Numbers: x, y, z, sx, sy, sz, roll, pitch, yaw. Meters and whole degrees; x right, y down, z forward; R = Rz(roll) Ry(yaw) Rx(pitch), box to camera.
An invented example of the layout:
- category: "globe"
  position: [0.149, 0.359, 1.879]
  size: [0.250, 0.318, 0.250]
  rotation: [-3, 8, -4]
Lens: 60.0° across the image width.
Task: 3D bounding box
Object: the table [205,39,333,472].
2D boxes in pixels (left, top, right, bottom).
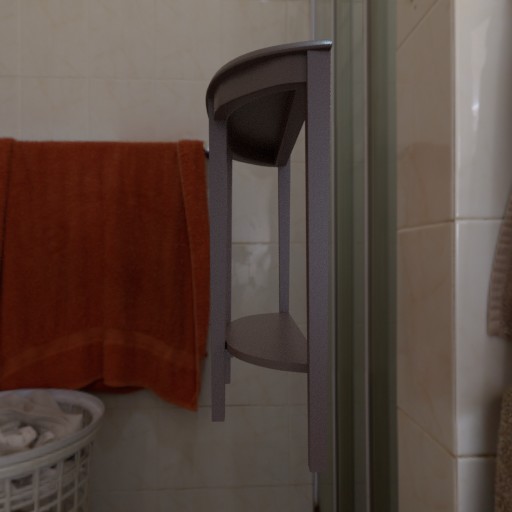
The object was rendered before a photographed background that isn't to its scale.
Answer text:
- category: "table"
  position: [0.000, 0.000, 1.282]
  size: [0.274, 0.831, 0.909]
  rotation: [0, 0, -1]
